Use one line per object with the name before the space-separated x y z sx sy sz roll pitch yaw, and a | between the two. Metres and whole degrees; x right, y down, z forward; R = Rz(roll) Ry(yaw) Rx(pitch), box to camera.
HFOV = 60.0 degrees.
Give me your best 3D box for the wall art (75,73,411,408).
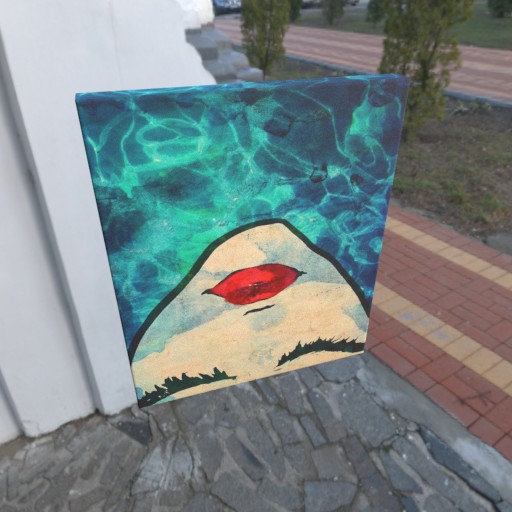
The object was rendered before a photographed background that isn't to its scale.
wall art | 0.000 0.000 0.694 0.432 0.508 0.038 -10 33 -15
